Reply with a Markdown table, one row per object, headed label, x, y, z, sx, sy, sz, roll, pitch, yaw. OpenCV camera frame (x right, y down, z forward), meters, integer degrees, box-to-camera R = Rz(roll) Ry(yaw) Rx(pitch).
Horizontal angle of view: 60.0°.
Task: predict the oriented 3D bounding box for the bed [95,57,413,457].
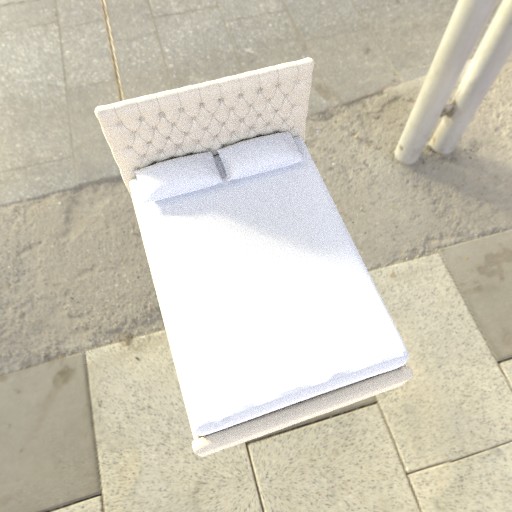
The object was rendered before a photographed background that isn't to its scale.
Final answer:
| label | x | y | z | sx | sy | sz | roll | pitch | yaw |
| --- | --- | --- | --- | --- | --- | --- | --- | --- | --- |
| bed | 0.000 | 0.000 | 3.424 | 1.698 | 1.427 | 2.387 | -16 | 64 | -8 |
